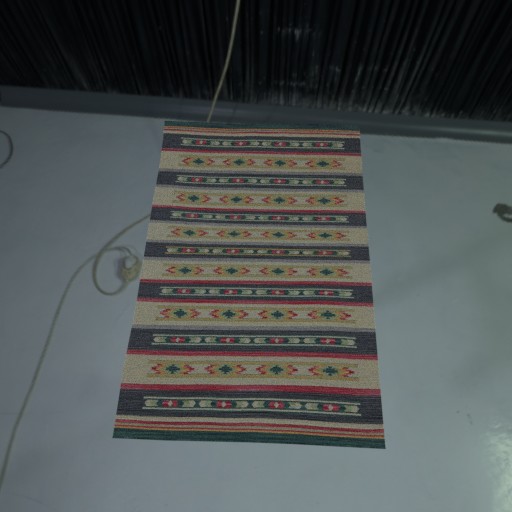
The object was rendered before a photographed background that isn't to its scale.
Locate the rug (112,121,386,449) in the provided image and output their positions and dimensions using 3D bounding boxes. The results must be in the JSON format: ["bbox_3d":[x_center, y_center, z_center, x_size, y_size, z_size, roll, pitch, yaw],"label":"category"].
[{"bbox_3d":[0.000,0.000,2.957,1.522,0.010,2.311,2,65,1],"label":"rug"}]
